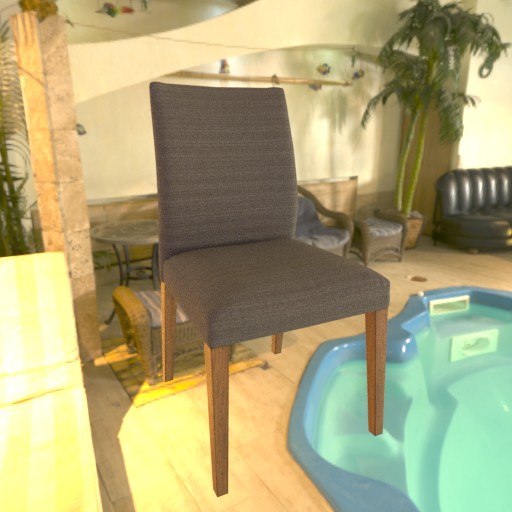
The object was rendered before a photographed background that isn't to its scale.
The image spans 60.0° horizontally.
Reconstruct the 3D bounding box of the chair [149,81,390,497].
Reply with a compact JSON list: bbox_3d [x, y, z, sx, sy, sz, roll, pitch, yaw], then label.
[{"bbox_3d":[0.000,0.000,1.246,0.496,0.940,0.585,-8,18,-26],"label":"chair"}]
